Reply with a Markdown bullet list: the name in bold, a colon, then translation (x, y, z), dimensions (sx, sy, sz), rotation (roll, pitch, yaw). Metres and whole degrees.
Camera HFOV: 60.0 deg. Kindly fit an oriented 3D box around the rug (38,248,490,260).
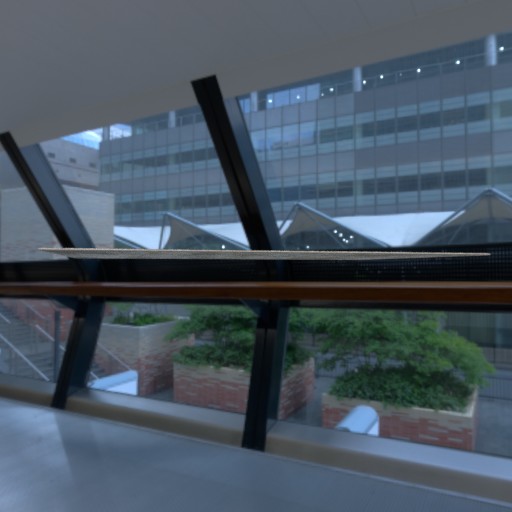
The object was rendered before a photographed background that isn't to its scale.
- **rug**: translation (0.000, 0.000, 3.003), dimensions (2.431, 0.012, 1.536), rotation (0, -2, -17)
